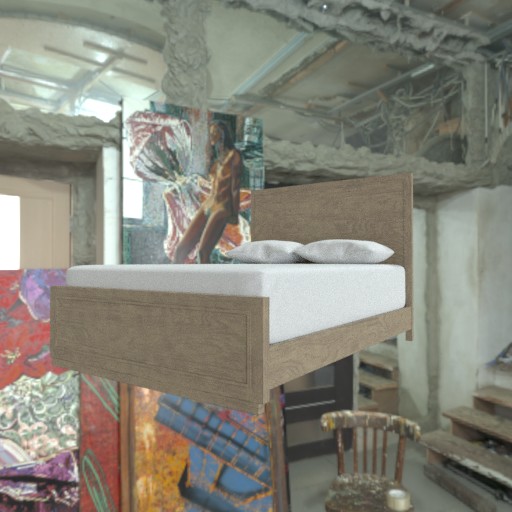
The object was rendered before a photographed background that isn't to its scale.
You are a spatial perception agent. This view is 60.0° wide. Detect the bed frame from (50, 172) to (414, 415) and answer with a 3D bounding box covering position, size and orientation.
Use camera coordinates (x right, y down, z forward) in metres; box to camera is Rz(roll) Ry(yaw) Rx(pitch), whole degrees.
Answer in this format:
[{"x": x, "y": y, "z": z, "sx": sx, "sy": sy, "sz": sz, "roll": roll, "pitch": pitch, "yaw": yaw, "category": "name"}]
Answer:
[{"x": 0.000, "y": 0.000, "z": 3.198, "sx": 1.606, "sy": 1.369, "sz": 2.189, "roll": -1, "pitch": -1, "yaw": 35, "category": "bed frame"}]
